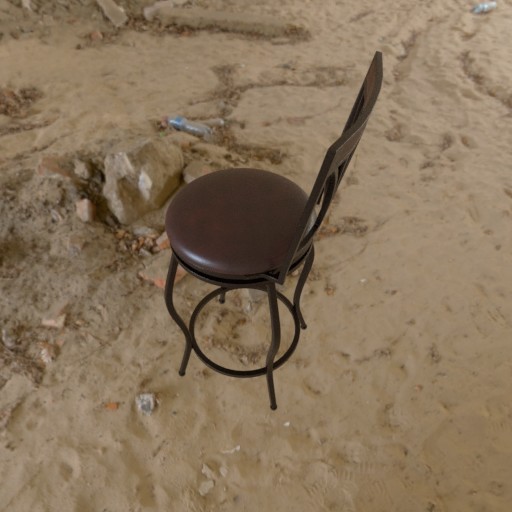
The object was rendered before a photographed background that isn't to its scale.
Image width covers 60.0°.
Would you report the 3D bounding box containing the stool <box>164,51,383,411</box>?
[{"bbox_3d":[0.000,0.000,1.342,0.514,1.117,0.433,16,49,14],"label":"stool"}]
